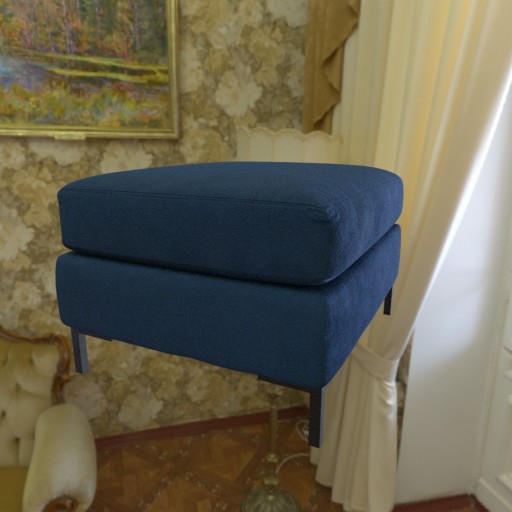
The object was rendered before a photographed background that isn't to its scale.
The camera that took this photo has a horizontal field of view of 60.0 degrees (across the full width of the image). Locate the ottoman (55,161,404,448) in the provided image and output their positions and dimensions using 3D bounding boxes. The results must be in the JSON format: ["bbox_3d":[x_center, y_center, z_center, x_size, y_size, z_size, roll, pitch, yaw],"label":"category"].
[{"bbox_3d":[0.000,0.000,1.192,0.655,0.485,0.794,7,16,26],"label":"ottoman"}]
